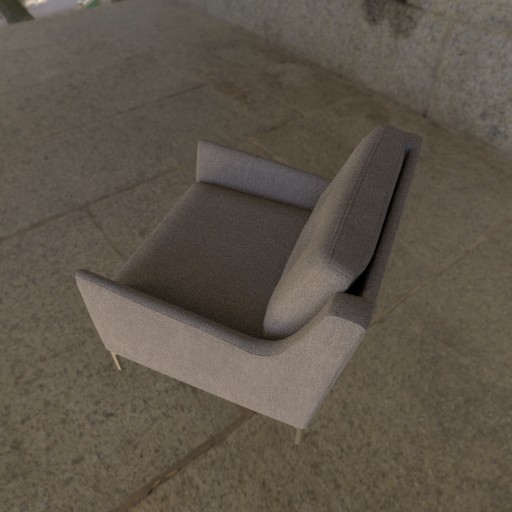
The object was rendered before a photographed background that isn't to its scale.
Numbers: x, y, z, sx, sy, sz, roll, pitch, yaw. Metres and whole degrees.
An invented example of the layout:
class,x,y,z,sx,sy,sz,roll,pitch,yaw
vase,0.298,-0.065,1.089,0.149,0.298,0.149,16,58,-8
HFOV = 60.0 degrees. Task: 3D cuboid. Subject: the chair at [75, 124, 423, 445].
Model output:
class,x,y,z,sx,sy,sz,roll,pitch,yaw
chair,0.000,0.000,1.542,0.849,0.828,0.847,17,49,16
